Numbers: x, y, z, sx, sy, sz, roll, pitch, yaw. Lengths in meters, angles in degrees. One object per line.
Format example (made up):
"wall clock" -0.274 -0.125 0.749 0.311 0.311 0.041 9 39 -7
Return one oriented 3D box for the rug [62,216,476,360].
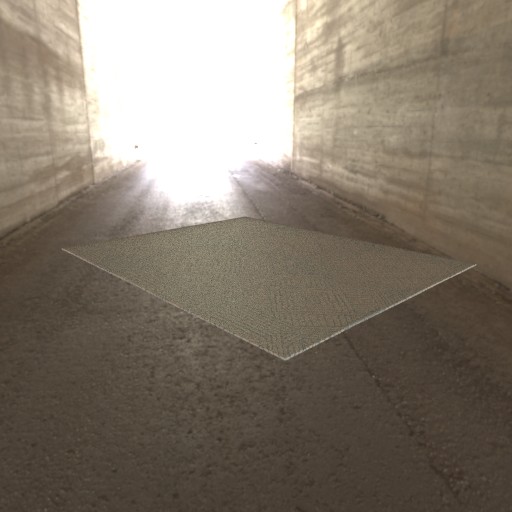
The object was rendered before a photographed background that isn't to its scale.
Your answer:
"rug" 0.000 0.000 4.153 2.457 0.015 3.049 -14 21 -41
